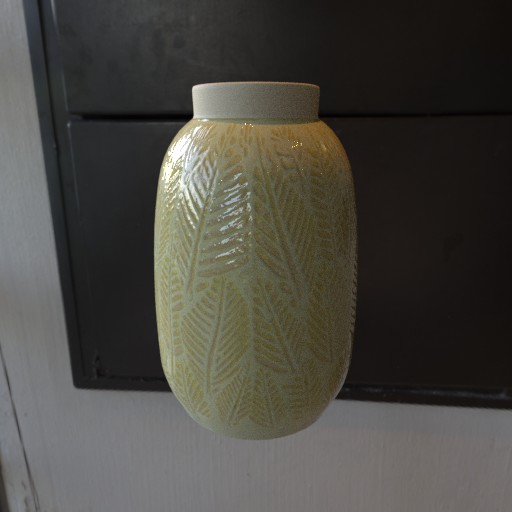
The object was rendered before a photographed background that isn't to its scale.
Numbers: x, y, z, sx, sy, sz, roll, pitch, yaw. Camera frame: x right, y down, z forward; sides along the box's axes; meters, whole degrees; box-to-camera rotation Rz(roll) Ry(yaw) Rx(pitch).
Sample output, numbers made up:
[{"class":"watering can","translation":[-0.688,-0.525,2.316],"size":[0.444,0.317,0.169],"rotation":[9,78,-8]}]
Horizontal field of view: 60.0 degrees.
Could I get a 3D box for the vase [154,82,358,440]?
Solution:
[{"class":"vase","translation":[0.000,0.000,0.378],"size":[0.172,0.270,0.172],"rotation":[0,17,0]}]
